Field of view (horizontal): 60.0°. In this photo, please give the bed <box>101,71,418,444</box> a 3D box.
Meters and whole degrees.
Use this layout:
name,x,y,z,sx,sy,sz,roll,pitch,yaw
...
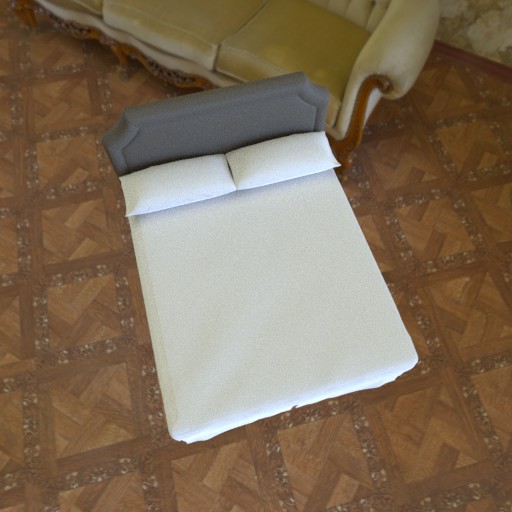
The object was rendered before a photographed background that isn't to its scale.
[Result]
name,x,y,z,sx,sy,sz,roll,pitch,yaw
bed,0.000,0.000,3.908,2.194,1.561,2.536,-14,64,-7
